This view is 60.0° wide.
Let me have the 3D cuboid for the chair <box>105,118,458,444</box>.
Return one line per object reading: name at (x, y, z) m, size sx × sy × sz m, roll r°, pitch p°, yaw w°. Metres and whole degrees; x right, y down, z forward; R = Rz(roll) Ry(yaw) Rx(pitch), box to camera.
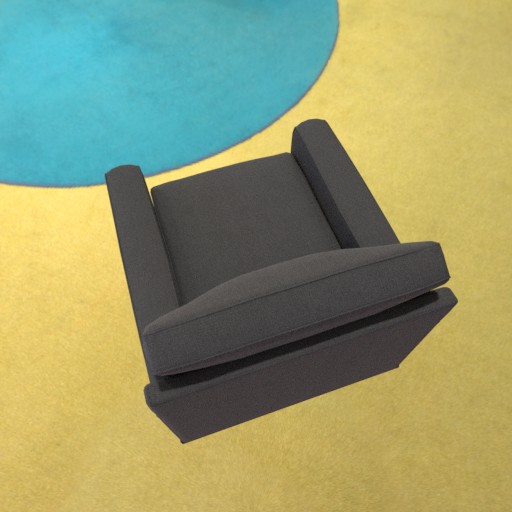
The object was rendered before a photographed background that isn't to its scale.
chair at (0.000, 0.000, 1.787) m, size 0.997 × 0.913 × 1.043 m, roll -16°, pitch 61°, yaw -9°
